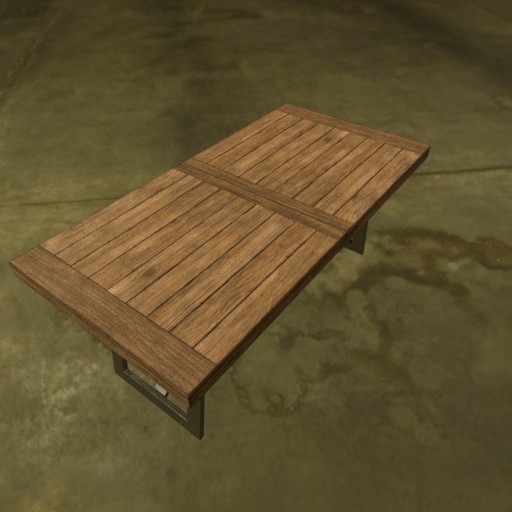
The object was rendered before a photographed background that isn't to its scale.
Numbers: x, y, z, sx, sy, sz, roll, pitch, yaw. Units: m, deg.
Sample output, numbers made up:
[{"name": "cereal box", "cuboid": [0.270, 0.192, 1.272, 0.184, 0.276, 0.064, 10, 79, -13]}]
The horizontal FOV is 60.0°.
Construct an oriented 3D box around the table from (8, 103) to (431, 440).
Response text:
[{"name": "table", "cuboid": [0.000, 0.000, 2.270, 0.931, 0.757, 1.867, 27, 48, 27]}]
